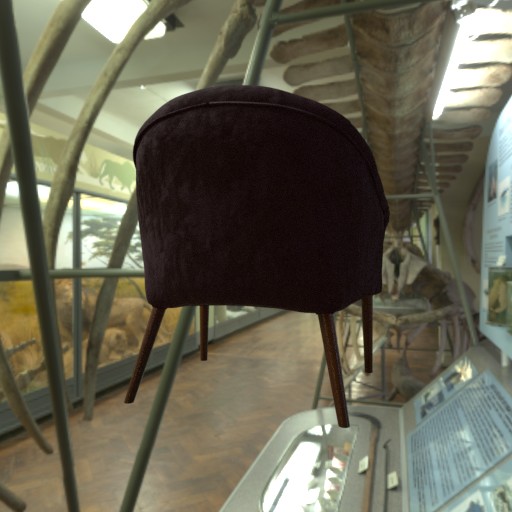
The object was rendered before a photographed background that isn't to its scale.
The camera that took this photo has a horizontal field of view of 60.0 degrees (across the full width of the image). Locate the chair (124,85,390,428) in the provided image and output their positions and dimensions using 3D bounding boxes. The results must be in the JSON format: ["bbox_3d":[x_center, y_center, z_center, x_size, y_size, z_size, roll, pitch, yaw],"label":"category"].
[{"bbox_3d":[0.000,0.000,1.487,0.851,0.885,0.776,0,-1,18],"label":"chair"}]
